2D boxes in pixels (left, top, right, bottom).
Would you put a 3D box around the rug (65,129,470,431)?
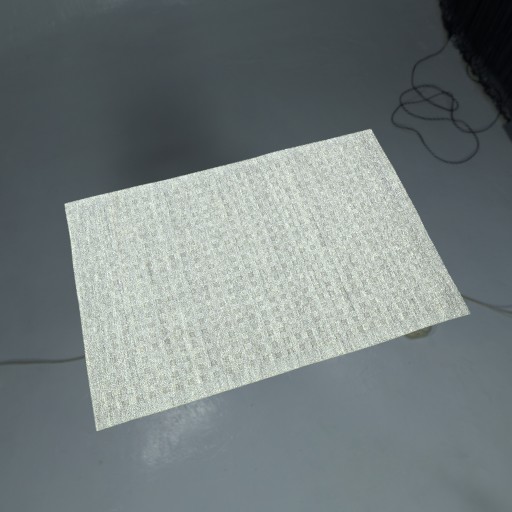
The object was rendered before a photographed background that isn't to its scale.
[{"bbox_3d":[0.000,0.000,2.888,2.297,0.018,1.532,-15,65,-7],"label":"rug"}]
